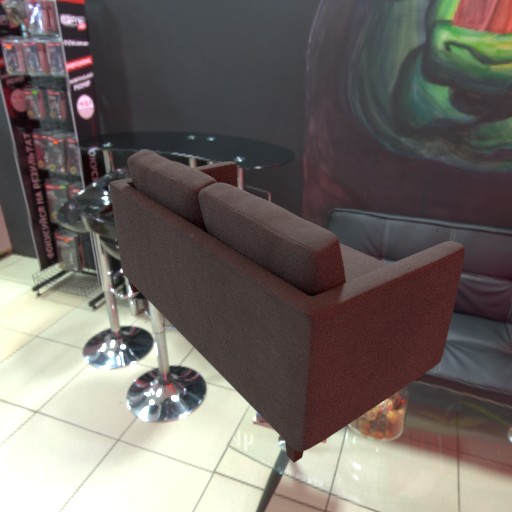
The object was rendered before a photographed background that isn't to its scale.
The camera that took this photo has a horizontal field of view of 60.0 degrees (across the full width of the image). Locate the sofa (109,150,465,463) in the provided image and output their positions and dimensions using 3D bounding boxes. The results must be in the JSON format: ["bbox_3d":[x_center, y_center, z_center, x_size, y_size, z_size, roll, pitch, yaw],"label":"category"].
[{"bbox_3d":[0.000,0.000,2.450,0.950,0.963,1.884,-18,31,-32],"label":"sofa"}]
